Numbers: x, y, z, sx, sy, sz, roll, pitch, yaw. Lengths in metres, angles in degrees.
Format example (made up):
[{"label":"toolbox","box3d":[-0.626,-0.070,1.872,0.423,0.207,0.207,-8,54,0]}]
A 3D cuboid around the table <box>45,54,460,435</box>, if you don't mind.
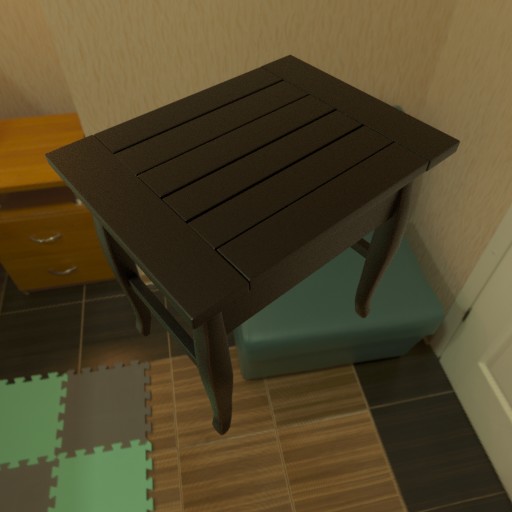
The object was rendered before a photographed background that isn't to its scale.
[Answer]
[{"label":"table","box3d":[0.000,0.000,1.031,0.602,0.604,0.460,-33,56,-25]}]
